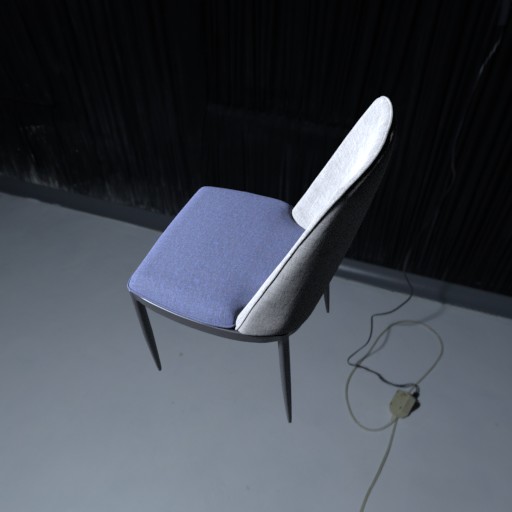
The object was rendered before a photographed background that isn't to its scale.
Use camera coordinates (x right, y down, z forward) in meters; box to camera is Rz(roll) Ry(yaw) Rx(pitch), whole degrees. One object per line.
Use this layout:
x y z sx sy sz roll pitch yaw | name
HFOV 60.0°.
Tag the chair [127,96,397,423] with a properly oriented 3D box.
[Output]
0.000 0.000 1.181 0.550 0.855 0.488 16 48 15 | chair
